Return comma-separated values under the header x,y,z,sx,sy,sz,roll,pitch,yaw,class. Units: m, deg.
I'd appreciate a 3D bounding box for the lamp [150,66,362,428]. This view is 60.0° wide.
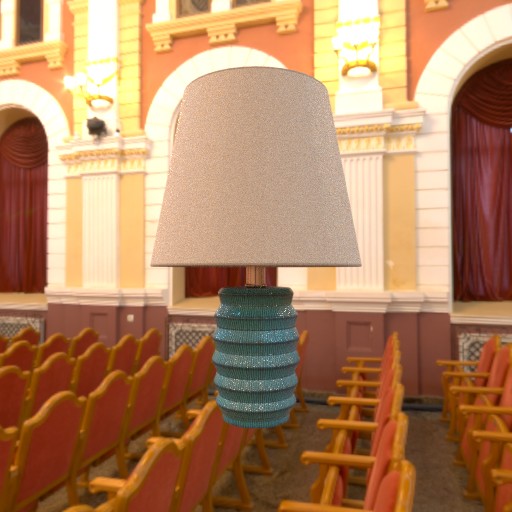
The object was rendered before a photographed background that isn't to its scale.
x,y,z,sx,sy,sz,roll,pitch,yaw,class
0.000,0.000,0.546,0.254,0.392,0.254,0,-2,0,lamp
